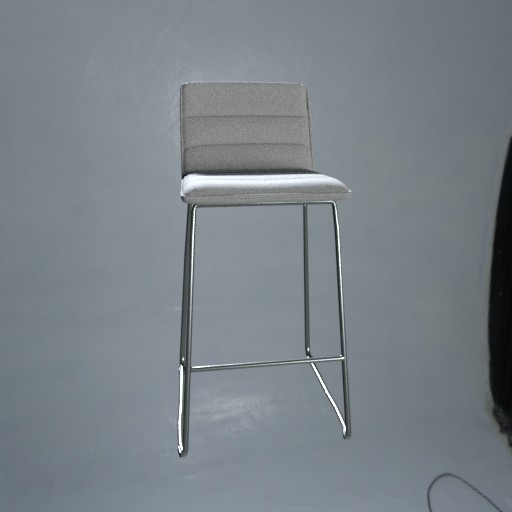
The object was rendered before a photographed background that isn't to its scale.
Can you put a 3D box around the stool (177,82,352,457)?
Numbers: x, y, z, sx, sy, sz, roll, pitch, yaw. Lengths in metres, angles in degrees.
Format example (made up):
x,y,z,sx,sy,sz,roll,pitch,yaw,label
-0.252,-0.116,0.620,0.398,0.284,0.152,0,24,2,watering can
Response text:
x,y,z,sx,sy,sz,roll,pitch,yaw,label
0.000,0.000,1.265,0.490,0.960,0.490,-3,17,-8,stool
